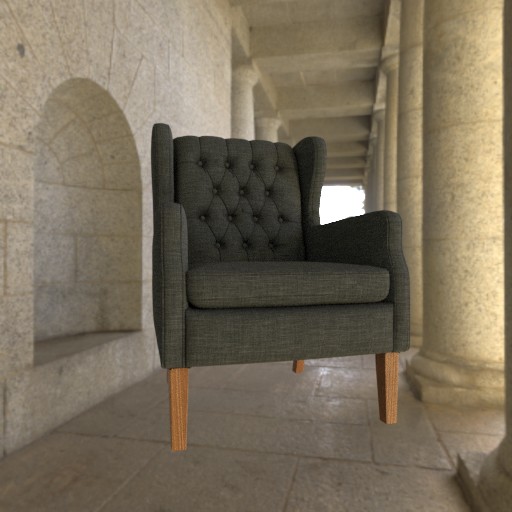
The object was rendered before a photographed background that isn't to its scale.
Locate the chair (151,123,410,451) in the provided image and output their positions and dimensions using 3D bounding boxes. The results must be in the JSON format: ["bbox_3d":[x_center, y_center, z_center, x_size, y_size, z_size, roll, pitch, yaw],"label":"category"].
[{"bbox_3d":[0.000,0.000,1.491,0.711,0.953,0.775,0,0,-17],"label":"chair"}]
